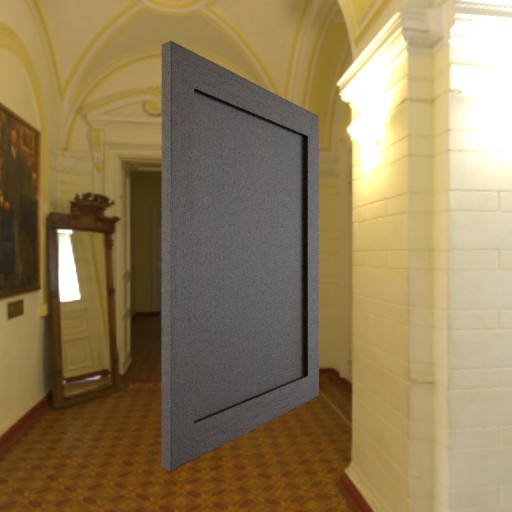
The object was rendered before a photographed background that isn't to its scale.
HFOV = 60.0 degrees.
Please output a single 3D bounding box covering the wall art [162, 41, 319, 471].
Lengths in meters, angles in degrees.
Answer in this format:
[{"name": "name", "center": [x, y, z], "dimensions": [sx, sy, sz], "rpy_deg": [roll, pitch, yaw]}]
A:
[{"name": "wall art", "center": [0.000, 0.000, 0.676], "dimensions": [0.017, 0.513, 0.359], "rpy_deg": [0, 0, 37]}]
